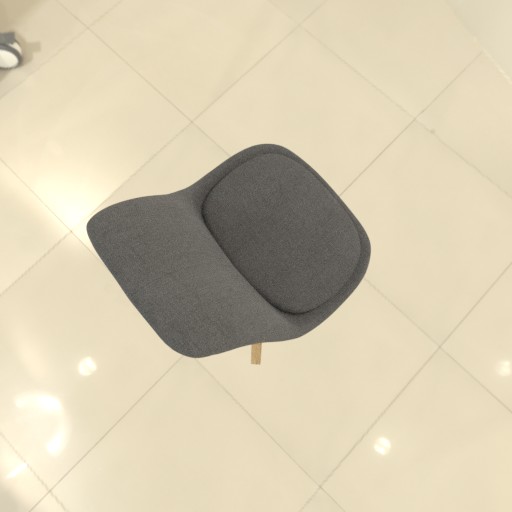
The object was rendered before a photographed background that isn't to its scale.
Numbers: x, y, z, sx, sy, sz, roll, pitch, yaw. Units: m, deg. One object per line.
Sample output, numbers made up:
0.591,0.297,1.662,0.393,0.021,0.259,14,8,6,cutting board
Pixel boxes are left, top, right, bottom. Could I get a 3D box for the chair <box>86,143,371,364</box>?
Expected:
0.000,0.000,1.181,0.550,0.850,0.485,-38,80,-8,chair
